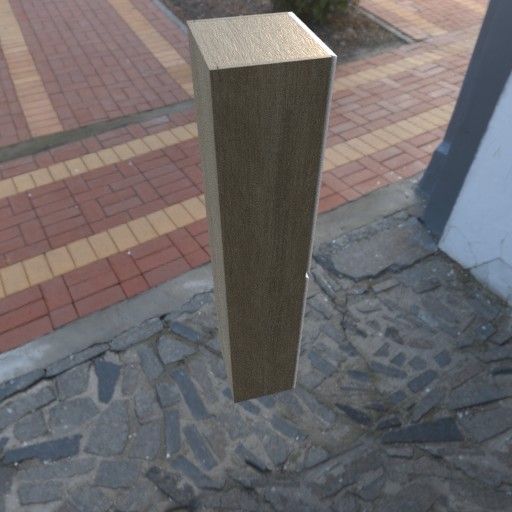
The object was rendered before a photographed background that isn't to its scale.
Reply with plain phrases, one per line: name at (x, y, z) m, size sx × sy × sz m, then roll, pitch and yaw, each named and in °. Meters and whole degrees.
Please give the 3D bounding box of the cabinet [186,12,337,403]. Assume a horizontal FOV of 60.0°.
cabinet at (0.000, 0.000, 1.496) m, size 0.270 × 1.400 × 0.300 m, roll -11°, pitch 46°, yaw -11°
